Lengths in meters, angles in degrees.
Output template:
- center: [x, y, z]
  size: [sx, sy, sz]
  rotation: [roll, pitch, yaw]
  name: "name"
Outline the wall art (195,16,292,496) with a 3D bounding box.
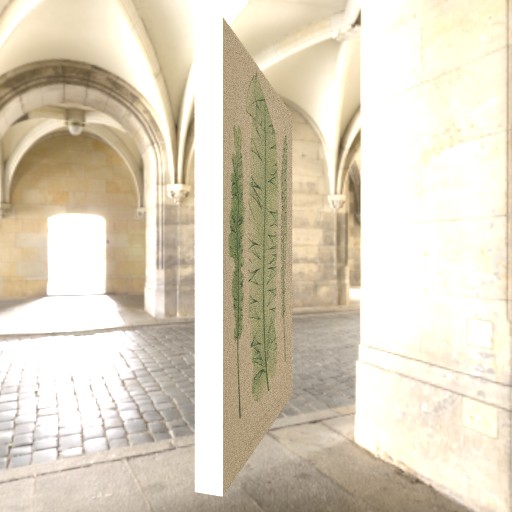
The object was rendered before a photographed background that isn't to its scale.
- center: [0.000, 0.000, 0.767]
  size: [0.038, 0.608, 0.418]
  rotation: [0, 0, 17]
  name: "wall art"
